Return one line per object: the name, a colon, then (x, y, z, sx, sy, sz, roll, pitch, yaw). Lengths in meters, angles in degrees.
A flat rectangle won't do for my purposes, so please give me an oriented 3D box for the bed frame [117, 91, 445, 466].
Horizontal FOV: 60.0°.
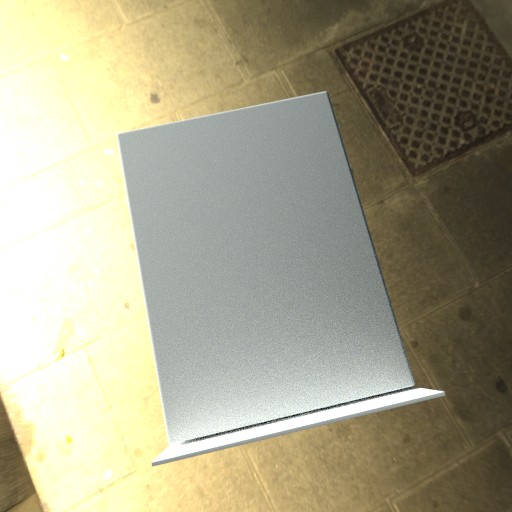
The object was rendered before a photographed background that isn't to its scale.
bed frame: (0.000, 0.000, 2.655, 1.400, 0.800, 1.900, -12, 77, -3)
